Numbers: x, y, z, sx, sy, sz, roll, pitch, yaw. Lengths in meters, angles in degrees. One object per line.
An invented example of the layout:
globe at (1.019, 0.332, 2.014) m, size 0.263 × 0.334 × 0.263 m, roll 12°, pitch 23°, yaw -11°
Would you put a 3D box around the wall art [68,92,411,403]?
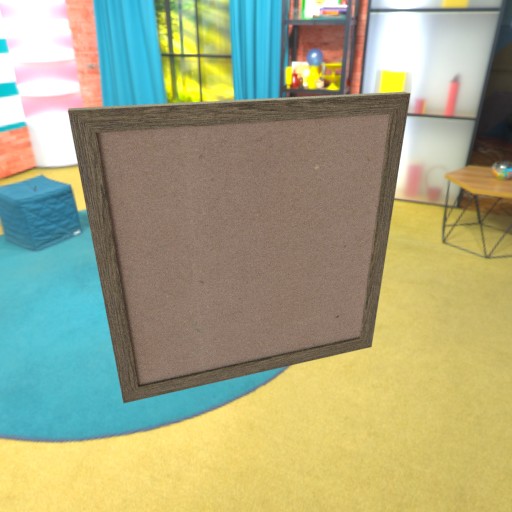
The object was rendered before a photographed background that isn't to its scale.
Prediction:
wall art at (0.000, 0.000, 0.757) m, size 0.508 × 0.508 × 0.019 m, roll -9°, pitch 29°, yaw -16°
